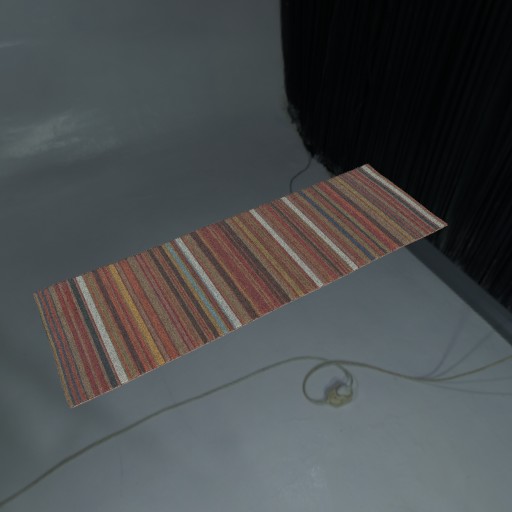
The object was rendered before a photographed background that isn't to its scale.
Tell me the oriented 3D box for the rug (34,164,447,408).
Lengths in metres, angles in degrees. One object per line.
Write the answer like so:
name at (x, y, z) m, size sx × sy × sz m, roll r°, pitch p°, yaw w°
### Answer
rug at (0.000, 0.000, 2.682) m, size 2.444 × 0.030 × 0.799 m, roll -23°, pitch 50°, yaw -21°
